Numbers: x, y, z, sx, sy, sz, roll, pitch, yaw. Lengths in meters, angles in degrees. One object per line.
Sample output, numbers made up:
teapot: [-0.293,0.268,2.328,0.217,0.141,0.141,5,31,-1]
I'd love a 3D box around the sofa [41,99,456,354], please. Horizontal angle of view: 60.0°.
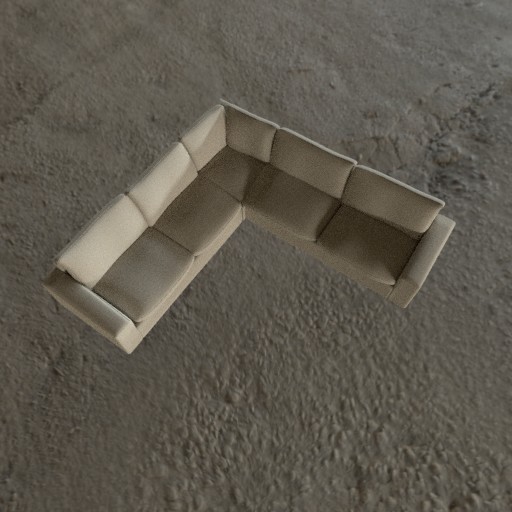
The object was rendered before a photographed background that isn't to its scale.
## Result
sofa: [0.000,0.000,4.741,3.206,0.918,3.066,31,65,16]
